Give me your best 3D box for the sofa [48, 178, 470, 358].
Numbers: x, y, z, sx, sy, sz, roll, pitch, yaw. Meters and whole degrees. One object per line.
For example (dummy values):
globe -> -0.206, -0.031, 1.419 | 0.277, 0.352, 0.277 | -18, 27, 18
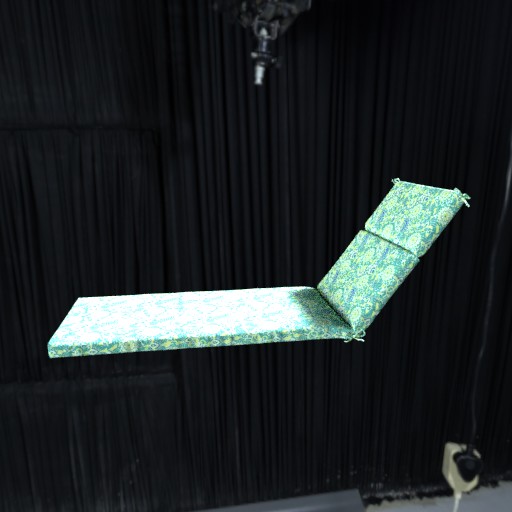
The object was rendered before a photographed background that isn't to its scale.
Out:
sofa -> 0.000, 0.000, 1.954 | 1.663, 0.622, 0.582 | -2, 15, -9
